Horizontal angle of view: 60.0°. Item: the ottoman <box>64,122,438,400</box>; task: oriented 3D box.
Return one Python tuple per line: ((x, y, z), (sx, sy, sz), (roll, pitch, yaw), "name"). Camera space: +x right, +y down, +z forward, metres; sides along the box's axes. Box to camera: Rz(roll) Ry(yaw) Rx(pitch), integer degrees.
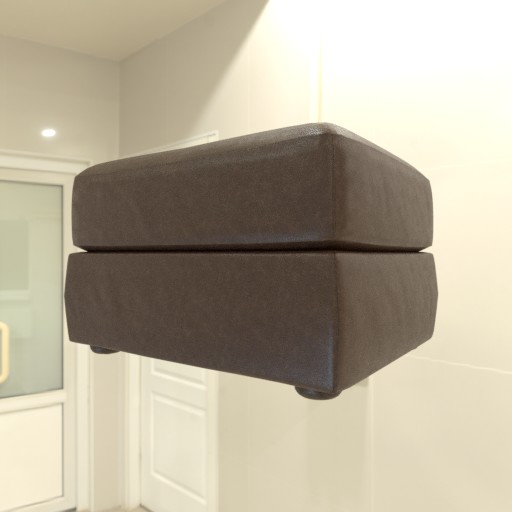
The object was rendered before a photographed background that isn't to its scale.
((0.000, 0.000, 1.105), (0.751, 0.476, 0.603), (0, 0, 35), "ottoman")
